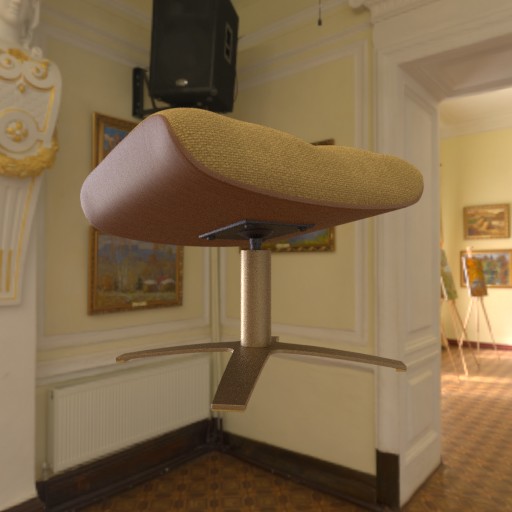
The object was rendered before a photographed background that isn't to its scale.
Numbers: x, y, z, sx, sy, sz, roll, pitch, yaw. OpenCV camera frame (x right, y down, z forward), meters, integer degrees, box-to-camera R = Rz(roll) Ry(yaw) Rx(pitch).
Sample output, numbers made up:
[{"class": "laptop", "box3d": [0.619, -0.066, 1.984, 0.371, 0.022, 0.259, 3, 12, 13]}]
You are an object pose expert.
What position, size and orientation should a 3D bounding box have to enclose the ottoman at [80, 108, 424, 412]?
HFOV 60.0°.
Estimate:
[{"class": "ottoman", "box3d": [0.000, 0.000, 0.803, 0.520, 0.391, 0.394, 1, -1, -37]}]
